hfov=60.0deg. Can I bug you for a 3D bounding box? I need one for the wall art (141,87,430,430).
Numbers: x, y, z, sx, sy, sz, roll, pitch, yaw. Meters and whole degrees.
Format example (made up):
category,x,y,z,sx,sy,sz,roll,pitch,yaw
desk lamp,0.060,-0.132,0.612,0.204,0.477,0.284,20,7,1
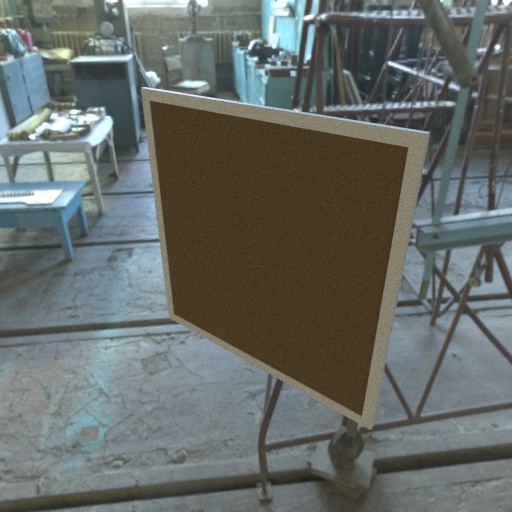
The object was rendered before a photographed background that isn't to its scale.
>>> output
category,x,y,z,sx,sy,sz,roll,pitch,yaw
wall art,0.000,0.000,1.239,0.812,0.812,0.015,21,36,32
